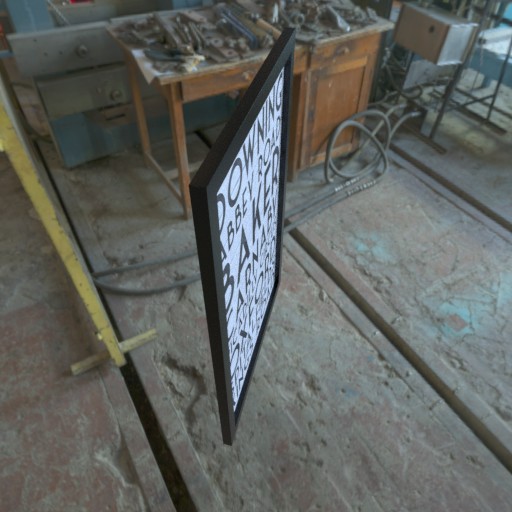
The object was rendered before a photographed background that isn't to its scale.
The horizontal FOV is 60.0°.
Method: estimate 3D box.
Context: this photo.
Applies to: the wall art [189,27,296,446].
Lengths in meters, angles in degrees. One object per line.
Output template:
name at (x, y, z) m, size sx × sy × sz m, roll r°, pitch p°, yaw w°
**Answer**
wall art at (0.000, 0.000, 0.833) m, size 0.019 × 0.656 × 0.462 m, roll 11°, pitch 47°, yaw 10°
